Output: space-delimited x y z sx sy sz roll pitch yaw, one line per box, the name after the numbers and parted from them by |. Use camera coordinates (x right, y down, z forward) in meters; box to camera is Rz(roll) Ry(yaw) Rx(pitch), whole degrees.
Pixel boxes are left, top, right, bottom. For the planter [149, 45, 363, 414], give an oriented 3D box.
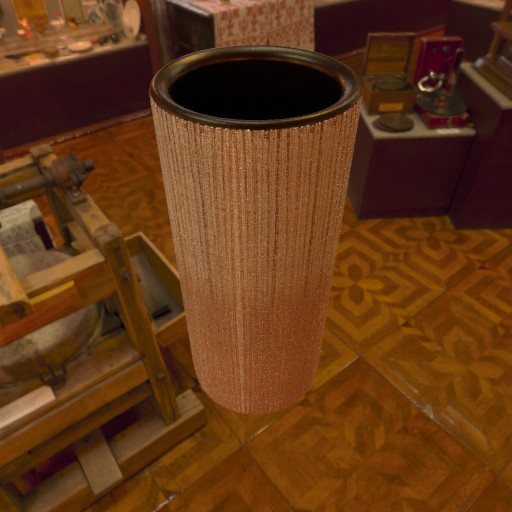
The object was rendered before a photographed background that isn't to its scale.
0.000 0.000 0.285 0.100 0.227 0.100 -26 48 -26 | planter
